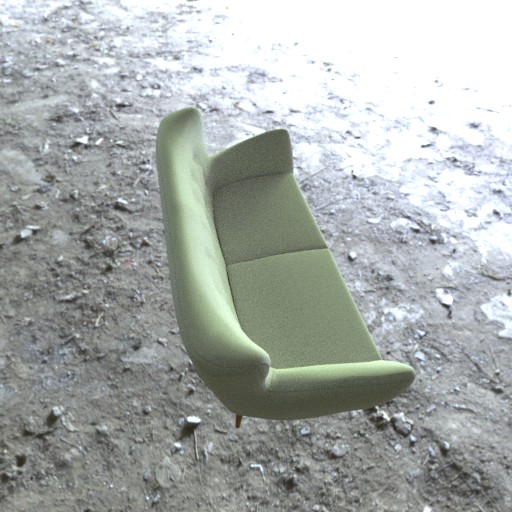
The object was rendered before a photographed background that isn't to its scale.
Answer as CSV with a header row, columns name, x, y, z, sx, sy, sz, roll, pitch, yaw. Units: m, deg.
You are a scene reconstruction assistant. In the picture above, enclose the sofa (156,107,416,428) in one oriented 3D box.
name,x,y,z,sx,sy,sz,roll,pitch,yaw
sofa,0.000,0.000,2.415,0.899,0.890,1.930,-9,47,-9
